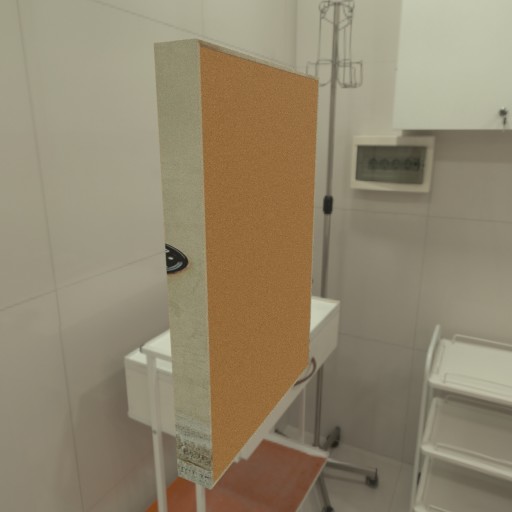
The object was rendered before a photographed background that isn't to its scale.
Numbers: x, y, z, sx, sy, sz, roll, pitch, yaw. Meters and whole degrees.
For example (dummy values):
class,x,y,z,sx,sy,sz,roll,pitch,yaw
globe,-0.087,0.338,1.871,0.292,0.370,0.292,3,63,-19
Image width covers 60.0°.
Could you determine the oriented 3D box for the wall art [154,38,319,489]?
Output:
class,x,y,z,sx,sy,sz,roll,pitch,yaw
wall art,0.000,0.000,0.475,0.038,0.381,0.254,8,17,26
